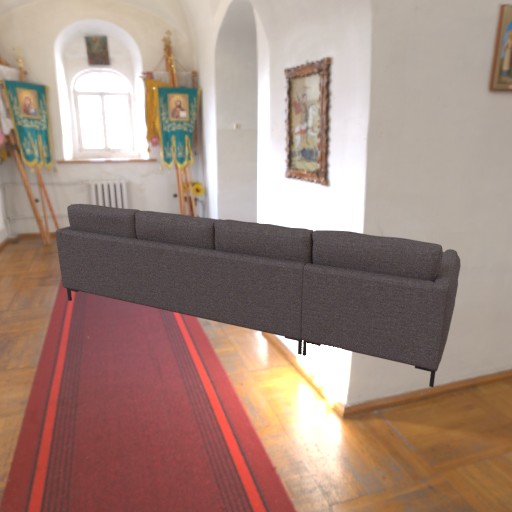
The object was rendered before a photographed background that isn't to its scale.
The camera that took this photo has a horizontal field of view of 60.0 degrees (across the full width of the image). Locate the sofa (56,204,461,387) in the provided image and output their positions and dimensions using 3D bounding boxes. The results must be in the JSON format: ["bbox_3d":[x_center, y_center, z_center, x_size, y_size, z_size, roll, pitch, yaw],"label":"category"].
[{"bbox_3d":[0.000,0.000,3.267,2.731,0.754,1.258,8,19,25],"label":"sofa"}]
